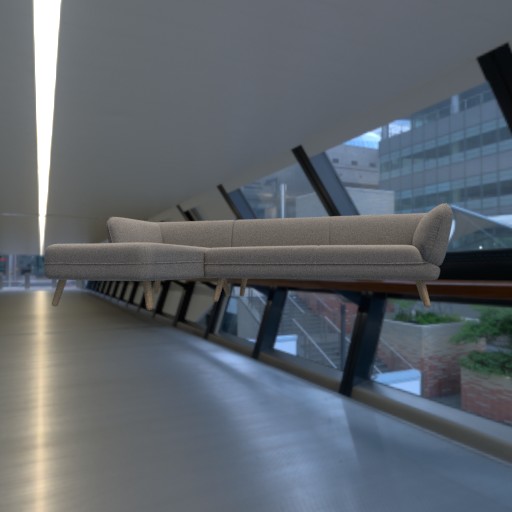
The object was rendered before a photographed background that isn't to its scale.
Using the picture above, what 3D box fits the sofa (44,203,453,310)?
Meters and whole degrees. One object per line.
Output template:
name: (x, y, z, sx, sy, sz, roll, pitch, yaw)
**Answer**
sofa: (0.000, 0.000, 3.236, 2.653, 0.693, 1.532, 0, -1, 19)
